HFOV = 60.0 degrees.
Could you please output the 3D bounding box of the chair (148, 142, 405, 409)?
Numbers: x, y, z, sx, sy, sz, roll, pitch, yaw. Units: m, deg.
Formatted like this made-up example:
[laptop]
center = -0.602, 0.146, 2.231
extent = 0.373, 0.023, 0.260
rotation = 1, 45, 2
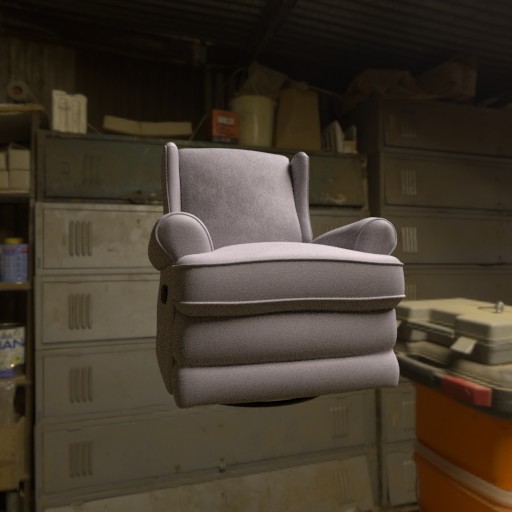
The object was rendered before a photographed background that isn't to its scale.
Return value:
[chair]
center = 0.000, 0.000, 1.749
extent = 0.847, 1.011, 0.969
rotation = 0, 0, -17
